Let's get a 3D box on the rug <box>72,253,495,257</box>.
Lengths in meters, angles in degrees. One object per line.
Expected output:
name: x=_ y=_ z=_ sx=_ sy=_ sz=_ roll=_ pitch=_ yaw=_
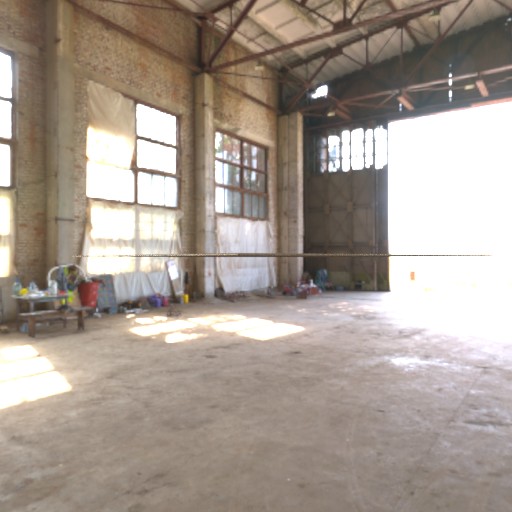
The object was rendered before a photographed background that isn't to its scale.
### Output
rug: x=0.000 y=0.000 z=3.900 sx=2.363 sy=0.012 sz=2.980 roll=0 pitch=0 yaw=-36
